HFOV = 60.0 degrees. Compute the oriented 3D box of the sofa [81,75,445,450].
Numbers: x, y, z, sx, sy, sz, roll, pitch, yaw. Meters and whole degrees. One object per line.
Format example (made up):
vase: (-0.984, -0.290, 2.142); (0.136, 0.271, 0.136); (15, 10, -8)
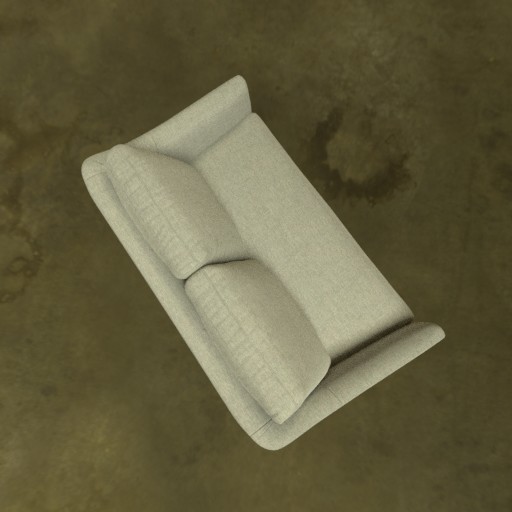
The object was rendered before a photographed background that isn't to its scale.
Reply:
sofa: (0.000, 0.000, 2.185); (0.960, 0.904, 1.619); (-34, 78, -8)
